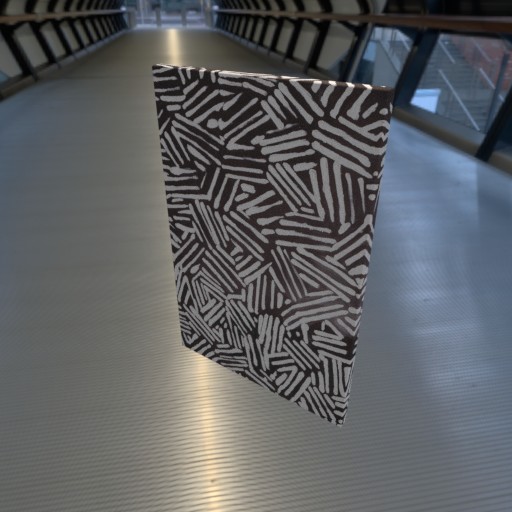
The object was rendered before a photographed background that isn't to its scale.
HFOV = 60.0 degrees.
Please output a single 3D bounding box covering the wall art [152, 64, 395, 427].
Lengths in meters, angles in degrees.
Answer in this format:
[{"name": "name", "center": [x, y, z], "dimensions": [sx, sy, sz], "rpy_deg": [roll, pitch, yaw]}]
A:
[{"name": "wall art", "center": [0.000, 0.000, 1.200], "dimensions": [0.615, 0.918, 0.035], "rpy_deg": [19, 35, 30]}]
